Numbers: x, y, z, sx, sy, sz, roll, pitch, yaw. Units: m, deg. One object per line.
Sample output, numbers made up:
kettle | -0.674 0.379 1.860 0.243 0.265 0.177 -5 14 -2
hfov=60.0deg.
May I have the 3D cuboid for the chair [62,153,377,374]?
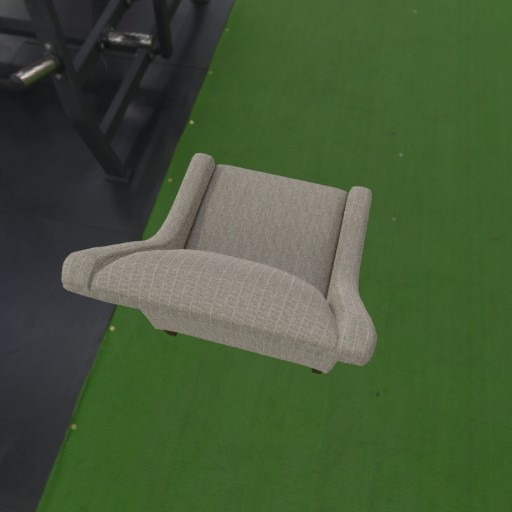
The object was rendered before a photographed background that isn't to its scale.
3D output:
chair | 0.000 0.000 1.623 0.774 1.014 0.870 13 63 7
